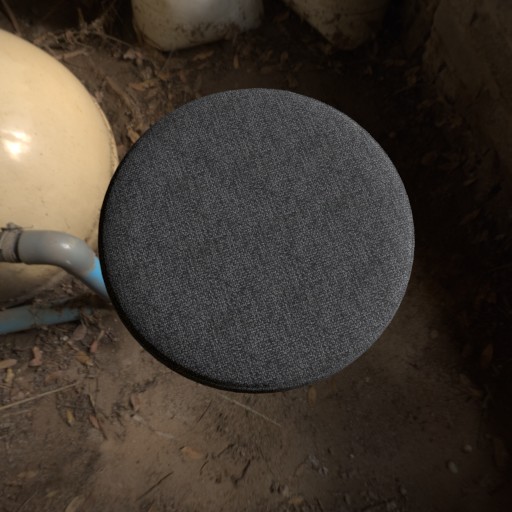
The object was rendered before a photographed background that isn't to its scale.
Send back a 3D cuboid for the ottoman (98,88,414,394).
[{"bbox_3d":[0.000,0.000,0.901,0.520,0.430,0.520,0,76,0],"label":"ottoman"}]
